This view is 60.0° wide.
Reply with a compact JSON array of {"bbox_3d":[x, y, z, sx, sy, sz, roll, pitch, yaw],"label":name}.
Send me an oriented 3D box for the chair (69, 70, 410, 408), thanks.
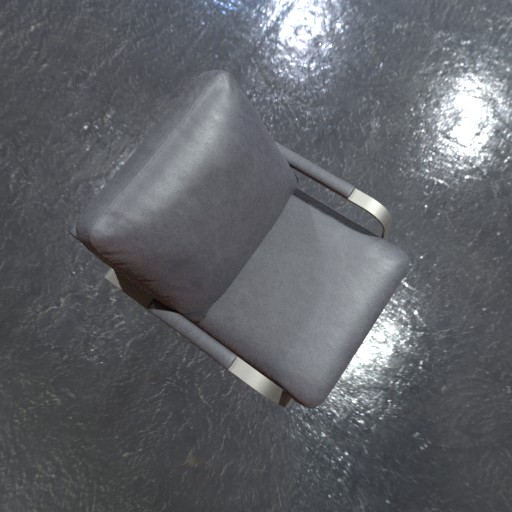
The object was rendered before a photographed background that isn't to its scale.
[{"bbox_3d":[0.000,0.000,1.469,0.878,0.839,0.692,34,78,8],"label":"chair"}]
